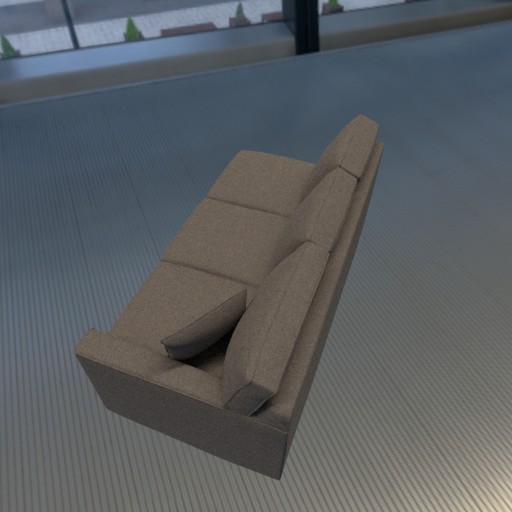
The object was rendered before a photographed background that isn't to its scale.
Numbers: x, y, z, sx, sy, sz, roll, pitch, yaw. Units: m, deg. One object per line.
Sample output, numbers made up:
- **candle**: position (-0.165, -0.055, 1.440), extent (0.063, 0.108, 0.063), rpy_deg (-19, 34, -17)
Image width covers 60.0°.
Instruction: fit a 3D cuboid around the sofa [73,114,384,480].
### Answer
- **sofa**: position (0.000, 0.000, 2.565), extent (1.034, 0.946, 1.963), rpy_deg (16, 49, 14)
